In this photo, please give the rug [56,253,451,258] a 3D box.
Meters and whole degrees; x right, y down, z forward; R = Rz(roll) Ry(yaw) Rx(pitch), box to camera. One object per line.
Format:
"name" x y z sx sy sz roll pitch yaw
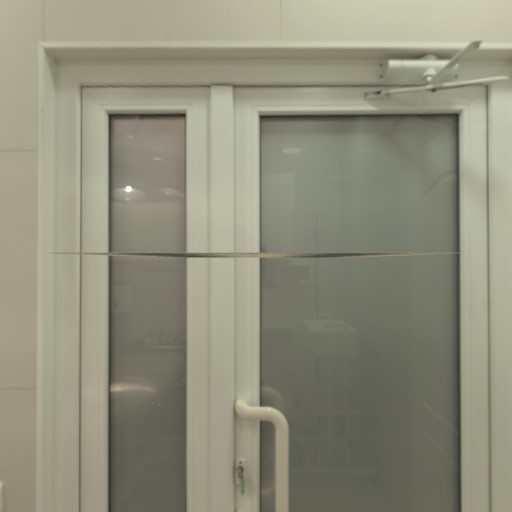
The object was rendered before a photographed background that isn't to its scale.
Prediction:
"rug" 0.000 0.000 4.149 2.453 0.004 3.037 0 -1 1
